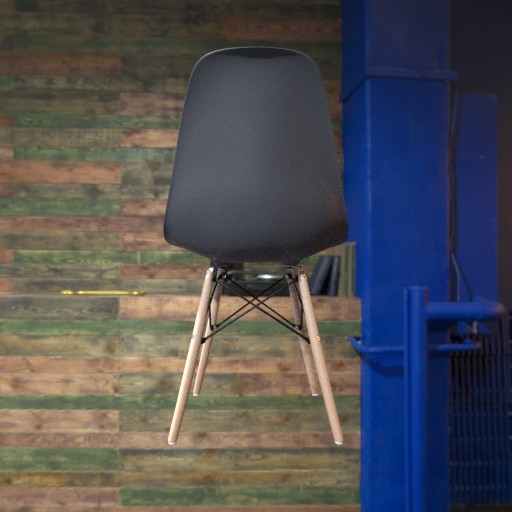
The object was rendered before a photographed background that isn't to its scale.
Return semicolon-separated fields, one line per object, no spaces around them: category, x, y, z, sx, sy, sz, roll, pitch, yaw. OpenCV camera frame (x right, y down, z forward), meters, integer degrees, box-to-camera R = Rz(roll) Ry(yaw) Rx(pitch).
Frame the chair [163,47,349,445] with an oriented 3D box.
chair;0.000;0.000;1.143;0.470;0.826;0.533;0;-1;0
